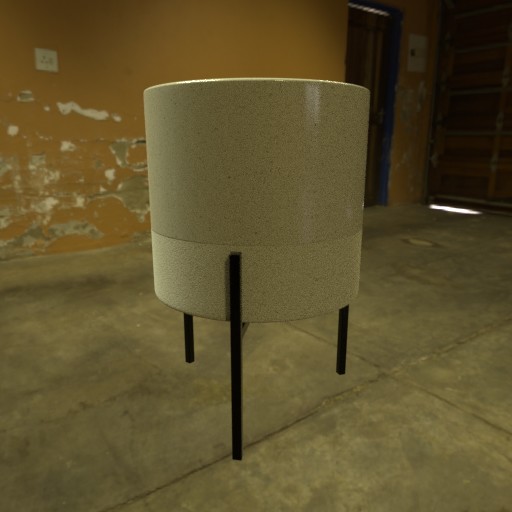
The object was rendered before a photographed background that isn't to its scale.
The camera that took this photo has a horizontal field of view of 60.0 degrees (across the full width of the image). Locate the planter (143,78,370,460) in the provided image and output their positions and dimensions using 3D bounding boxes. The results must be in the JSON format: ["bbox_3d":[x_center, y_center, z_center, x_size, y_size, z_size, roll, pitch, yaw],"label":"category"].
[{"bbox_3d":[0.000,0.000,0.331,0.152,0.230,0.159,2,14,9],"label":"planter"}]
